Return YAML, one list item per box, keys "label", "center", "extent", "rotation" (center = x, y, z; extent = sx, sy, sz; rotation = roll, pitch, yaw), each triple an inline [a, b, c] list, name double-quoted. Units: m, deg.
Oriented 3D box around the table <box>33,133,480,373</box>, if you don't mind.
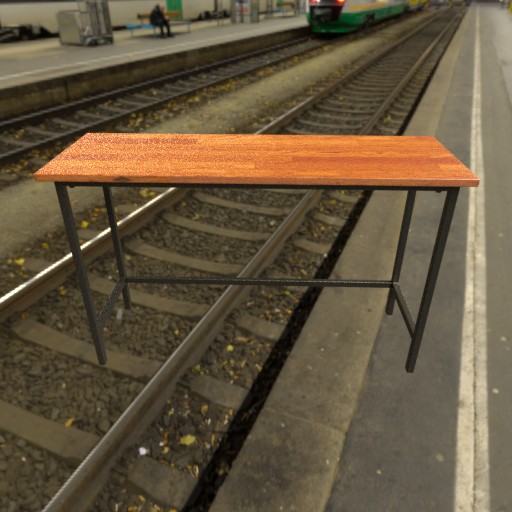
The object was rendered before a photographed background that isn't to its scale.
- label: "table"
  center: [0.000, 0.000, 1.556]
  extent: [1.204, 0.740, 0.408]
  rotation: [1, 31, 2]
